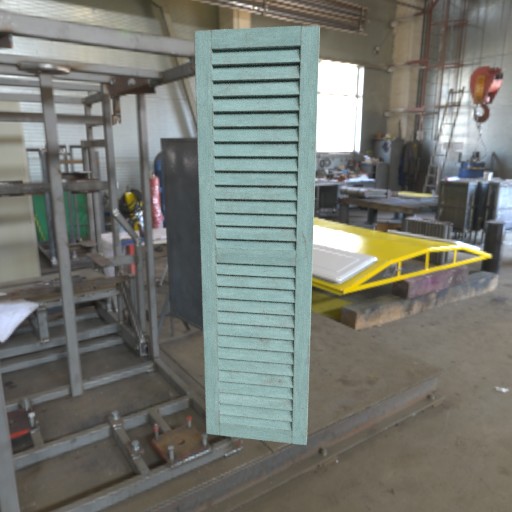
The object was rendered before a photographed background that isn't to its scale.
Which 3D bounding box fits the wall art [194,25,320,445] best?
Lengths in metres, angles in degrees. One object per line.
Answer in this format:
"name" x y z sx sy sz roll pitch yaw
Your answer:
"wall art" 0.000 0.000 1.302 0.329 1.219 0.025 2 14 10
